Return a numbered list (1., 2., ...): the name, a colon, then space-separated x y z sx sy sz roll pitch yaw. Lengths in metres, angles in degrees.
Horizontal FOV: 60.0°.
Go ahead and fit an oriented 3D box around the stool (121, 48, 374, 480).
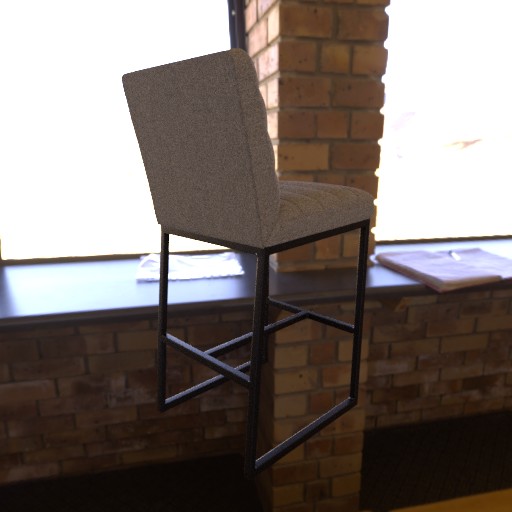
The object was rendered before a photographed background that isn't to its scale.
1. stool: 0.000 0.000 1.327 0.571 1.034 0.459 -13 19 -43
